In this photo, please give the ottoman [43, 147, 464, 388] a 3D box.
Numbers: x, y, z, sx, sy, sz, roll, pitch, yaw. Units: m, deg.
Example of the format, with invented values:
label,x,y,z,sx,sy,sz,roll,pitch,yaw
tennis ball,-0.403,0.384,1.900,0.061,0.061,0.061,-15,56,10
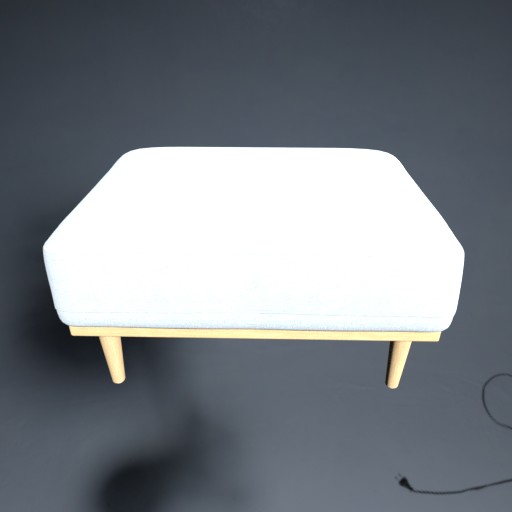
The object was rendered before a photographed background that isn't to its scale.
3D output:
label,x,y,z,sx,sy,sz,roll,pitch,yaw
ottoman,0.000,0.000,1.050,0.749,0.428,0.549,1,30,1
